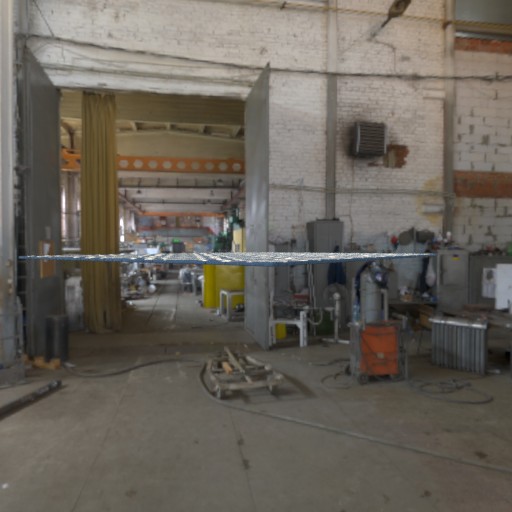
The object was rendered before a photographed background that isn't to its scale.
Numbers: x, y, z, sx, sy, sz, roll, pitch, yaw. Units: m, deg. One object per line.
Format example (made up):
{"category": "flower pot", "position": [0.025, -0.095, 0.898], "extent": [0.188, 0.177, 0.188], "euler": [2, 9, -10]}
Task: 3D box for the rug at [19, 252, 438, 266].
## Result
{"category": "rug", "position": [0.000, 0.000, 3.788], "extent": [2.270, 0.020, 2.881], "euler": [1, 1, 36]}
